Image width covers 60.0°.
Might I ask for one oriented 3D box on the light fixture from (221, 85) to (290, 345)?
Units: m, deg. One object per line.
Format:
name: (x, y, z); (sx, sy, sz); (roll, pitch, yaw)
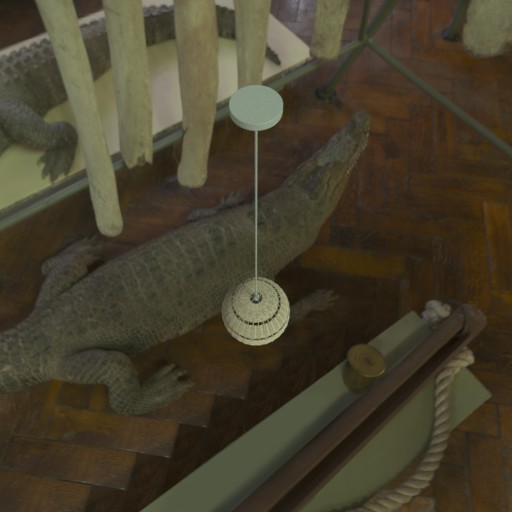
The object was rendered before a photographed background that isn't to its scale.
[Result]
light fixture: (0.000, 0.000, 2.262); (0.457, 2.019, 0.457); (-32, 67, -16)
